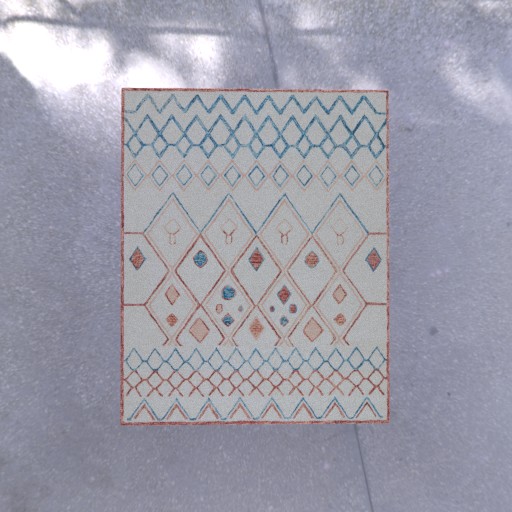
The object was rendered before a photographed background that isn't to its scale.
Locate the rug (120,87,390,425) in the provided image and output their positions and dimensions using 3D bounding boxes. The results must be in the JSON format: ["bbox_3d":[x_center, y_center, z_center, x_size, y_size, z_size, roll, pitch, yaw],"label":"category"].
[{"bbox_3d":[0.000,0.000,4.031,2.441,0.016,3.050,0,89,-1],"label":"rug"}]
